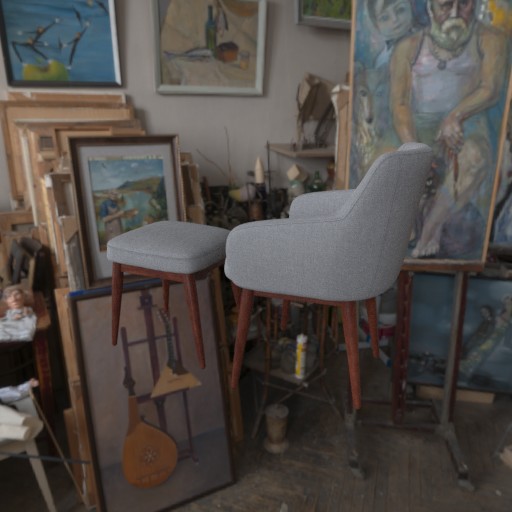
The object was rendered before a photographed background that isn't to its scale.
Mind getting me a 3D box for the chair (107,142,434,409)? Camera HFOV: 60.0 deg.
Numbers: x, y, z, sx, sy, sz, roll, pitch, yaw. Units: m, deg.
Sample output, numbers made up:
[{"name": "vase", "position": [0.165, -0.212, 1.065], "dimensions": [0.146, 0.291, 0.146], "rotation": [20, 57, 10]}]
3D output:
[{"name": "chair", "position": [0.000, 0.000, 1.592], "dimensions": [1.107, 0.799, 0.584], "rotation": [8, 20, 23]}]
